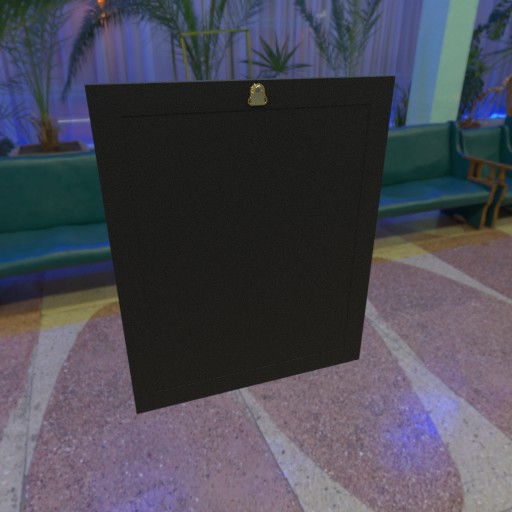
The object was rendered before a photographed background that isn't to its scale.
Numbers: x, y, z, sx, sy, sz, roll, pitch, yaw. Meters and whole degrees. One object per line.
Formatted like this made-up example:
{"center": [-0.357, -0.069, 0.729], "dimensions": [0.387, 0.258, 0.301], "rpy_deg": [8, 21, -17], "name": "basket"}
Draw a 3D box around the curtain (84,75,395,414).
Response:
{"center": [0.000, 0.000, 0.789], "dimensions": [0.483, 0.585, 0.027], "rpy_deg": [-9, 27, -17], "name": "curtain"}
